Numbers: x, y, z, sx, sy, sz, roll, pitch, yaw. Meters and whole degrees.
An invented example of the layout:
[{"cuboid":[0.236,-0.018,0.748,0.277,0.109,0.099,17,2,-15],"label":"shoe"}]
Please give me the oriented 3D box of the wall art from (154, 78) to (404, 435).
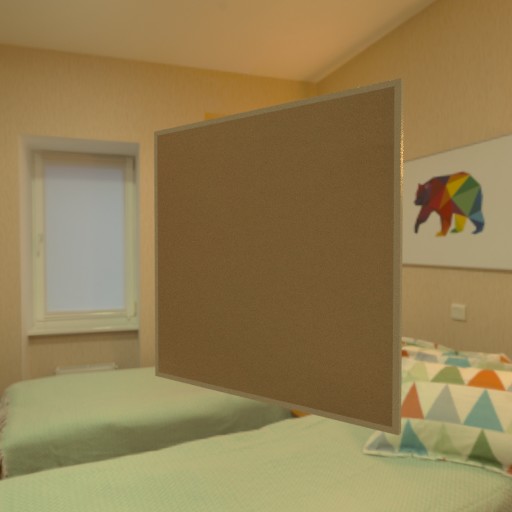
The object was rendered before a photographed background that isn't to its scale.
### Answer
[{"cuboid":[0.000,0.000,0.856,0.557,0.557,0.012,1,2,35],"label":"wall art"}]
